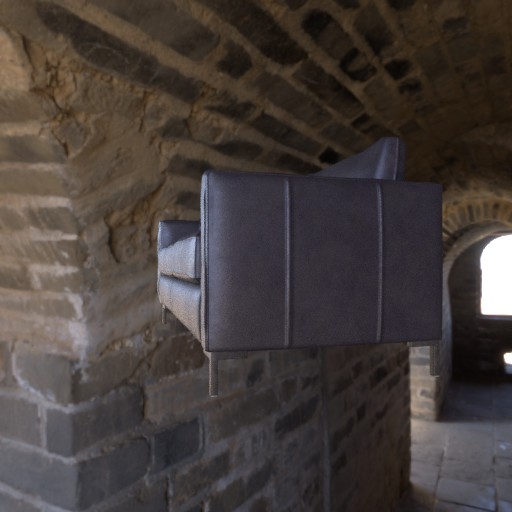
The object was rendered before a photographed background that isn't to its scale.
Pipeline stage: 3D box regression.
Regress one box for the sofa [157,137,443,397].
[{"bbox_3d":[0.000,0.000,2.281,0.947,0.883,1.805,0,-1,-19],"label":"sofa"}]
